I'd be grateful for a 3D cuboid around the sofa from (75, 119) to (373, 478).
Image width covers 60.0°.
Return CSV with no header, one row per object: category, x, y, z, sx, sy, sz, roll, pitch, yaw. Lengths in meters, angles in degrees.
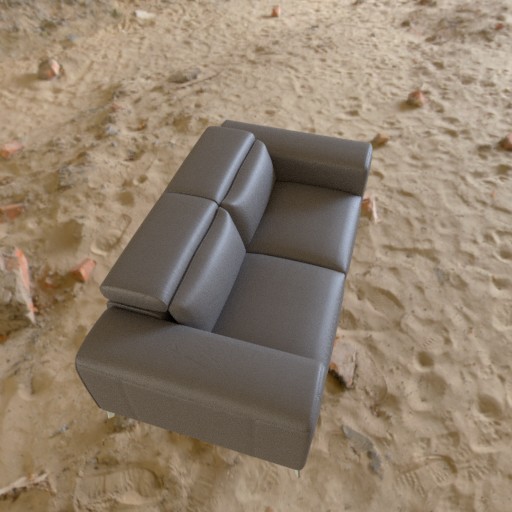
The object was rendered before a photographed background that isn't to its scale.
sofa,0.000,0.000,2.458,1.024,0.753,1.930,13,49,11
